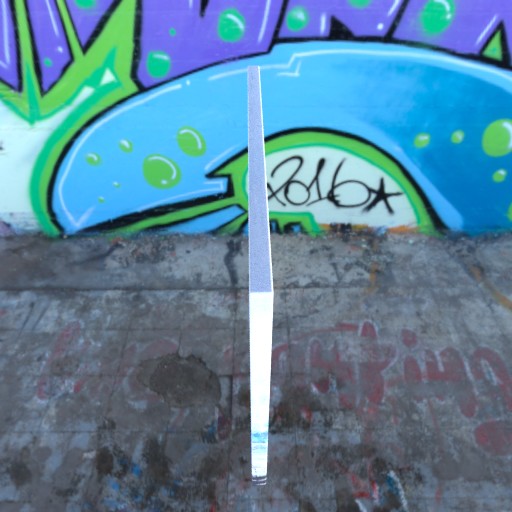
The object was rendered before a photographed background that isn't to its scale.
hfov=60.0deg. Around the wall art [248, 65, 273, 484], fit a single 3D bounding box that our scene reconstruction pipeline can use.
[{"bbox_3d":[0.000,0.000,1.326,0.038,0.762,1.016,-1,42,-1],"label":"wall art"}]
